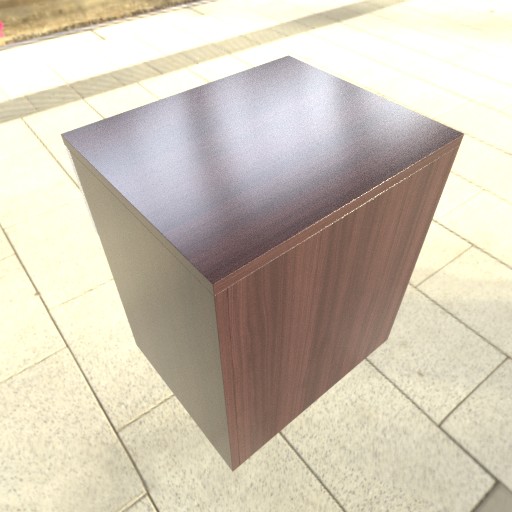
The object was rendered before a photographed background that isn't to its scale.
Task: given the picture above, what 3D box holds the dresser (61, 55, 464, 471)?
[{"bbox_3d":[0.000,0.000,0.746,0.400,0.470,0.360,-31,53,-27],"label":"dresser"}]
